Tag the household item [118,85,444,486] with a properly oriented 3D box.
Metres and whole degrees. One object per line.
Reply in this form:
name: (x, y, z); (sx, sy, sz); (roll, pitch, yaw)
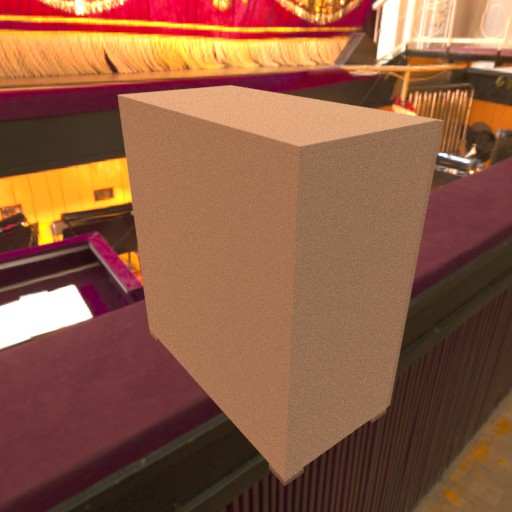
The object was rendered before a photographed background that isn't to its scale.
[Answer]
household item: (0.000, 0.000, 1.334); (0.420, 0.870, 0.800); (-19, 33, -32)
